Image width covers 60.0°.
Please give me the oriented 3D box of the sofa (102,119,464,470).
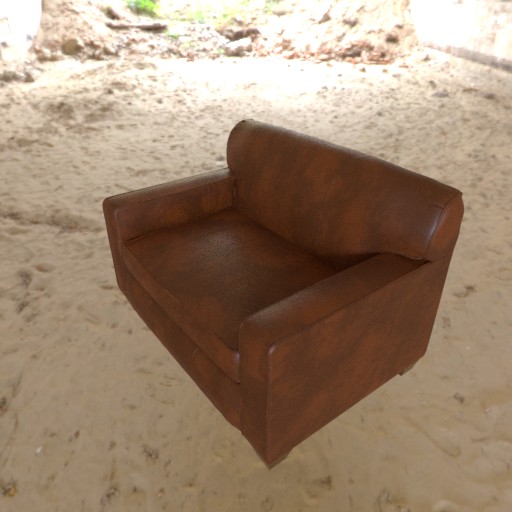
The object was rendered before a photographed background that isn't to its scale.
[{"bbox_3d":[0.000,0.000,2.086,1.000,0.956,1.413,-21,37,-31],"label":"sofa"}]
